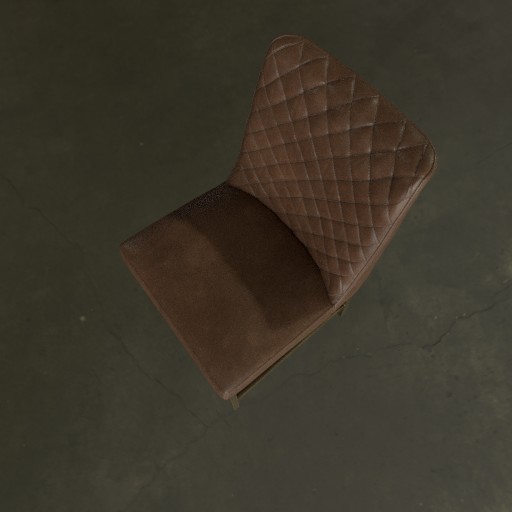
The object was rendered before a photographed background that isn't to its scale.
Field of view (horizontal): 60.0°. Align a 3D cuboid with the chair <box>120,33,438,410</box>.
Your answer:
[{"bbox_3d":[0.000,0.000,1.207,0.587,0.889,0.508,-35,70,-15],"label":"chair"}]
